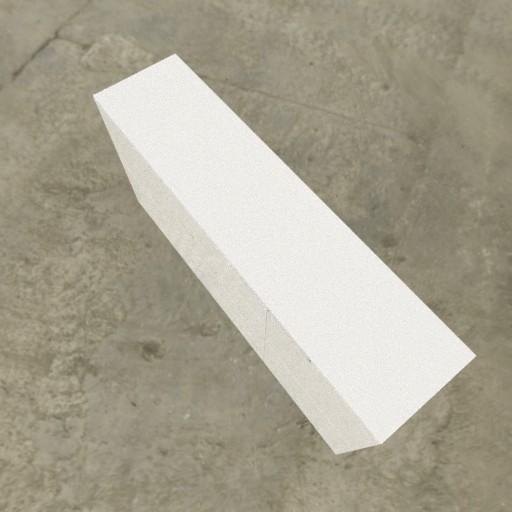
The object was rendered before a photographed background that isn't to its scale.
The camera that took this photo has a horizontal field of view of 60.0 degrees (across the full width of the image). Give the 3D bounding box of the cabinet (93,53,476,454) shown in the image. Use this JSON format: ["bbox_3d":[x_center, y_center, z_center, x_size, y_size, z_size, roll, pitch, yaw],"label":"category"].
[{"bbox_3d":[0.000,0.000,1.925,0.400,0.800,1.650,-35,69,-16],"label":"cabinet"}]
